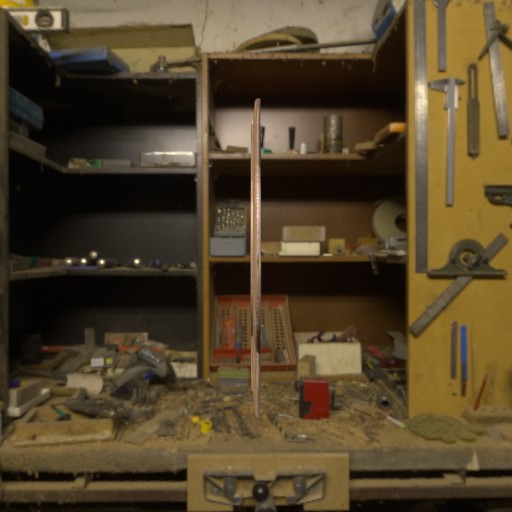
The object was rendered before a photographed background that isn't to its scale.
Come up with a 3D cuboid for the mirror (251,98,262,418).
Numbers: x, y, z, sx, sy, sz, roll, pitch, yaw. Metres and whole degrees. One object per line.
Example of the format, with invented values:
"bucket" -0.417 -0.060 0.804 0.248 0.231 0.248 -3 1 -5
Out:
"mirror" 0.000 0.000 1.032 0.019 0.686 0.686 0 1 0
